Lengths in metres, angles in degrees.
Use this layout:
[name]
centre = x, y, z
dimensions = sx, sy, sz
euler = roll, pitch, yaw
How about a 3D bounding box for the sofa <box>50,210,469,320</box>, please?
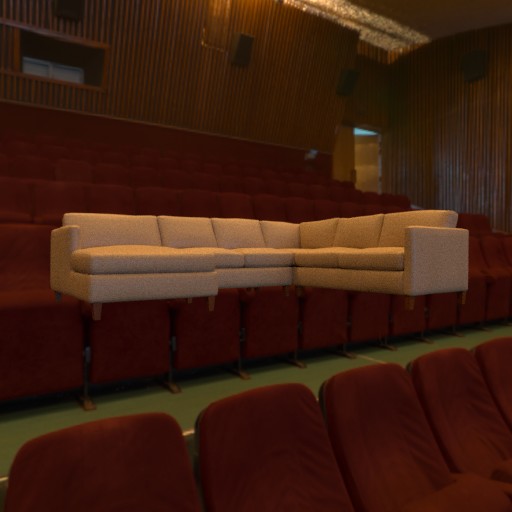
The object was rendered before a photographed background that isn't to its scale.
[sofa]
centre = 0.000, 0.000, 4.506
dimensions = 3.460, 0.961, 2.594
euler = 0, 0, -34
